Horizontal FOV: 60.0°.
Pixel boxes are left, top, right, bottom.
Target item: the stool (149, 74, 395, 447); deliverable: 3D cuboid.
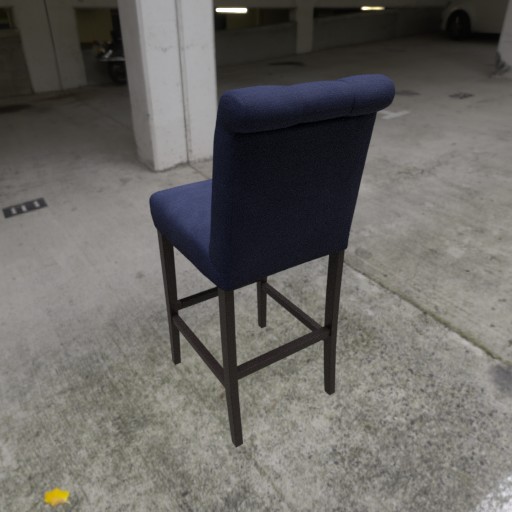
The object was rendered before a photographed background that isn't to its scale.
[{"bbox_3d":[0.000,0.000,1.457,0.493,1.140,0.601,-18,34,-29],"label":"stool"}]
